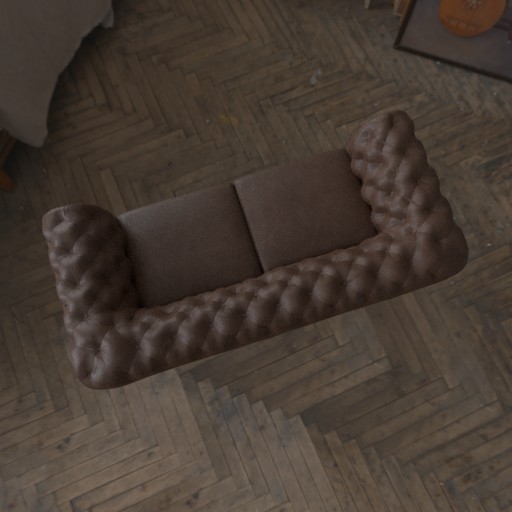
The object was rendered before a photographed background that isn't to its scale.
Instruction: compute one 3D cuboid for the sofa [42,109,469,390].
[{"bbox_3d":[0.000,0.000,2.522,2.048,0.784,0.955,-17,76,-4],"label":"sofa"}]
